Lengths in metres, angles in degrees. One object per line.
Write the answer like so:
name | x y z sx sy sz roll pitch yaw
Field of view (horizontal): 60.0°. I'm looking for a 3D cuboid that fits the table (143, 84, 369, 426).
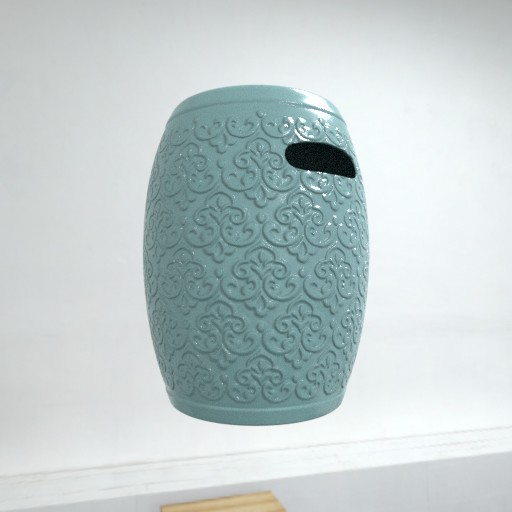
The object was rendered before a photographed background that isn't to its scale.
table | 0.000 0.000 0.624 0.309 0.397 0.309 0 -2 0
